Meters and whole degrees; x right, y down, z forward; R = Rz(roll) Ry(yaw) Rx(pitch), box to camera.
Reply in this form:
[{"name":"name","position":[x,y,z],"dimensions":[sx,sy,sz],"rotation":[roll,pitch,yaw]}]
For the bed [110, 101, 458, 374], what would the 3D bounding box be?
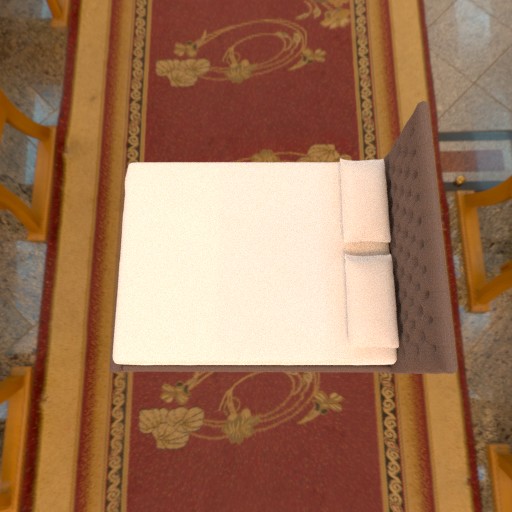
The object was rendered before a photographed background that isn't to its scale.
[{"name":"bed","position":[0.000,0.000,3.293],"dimensions":[2.233,1.426,1.696],"rotation":[0,76,0]}]
